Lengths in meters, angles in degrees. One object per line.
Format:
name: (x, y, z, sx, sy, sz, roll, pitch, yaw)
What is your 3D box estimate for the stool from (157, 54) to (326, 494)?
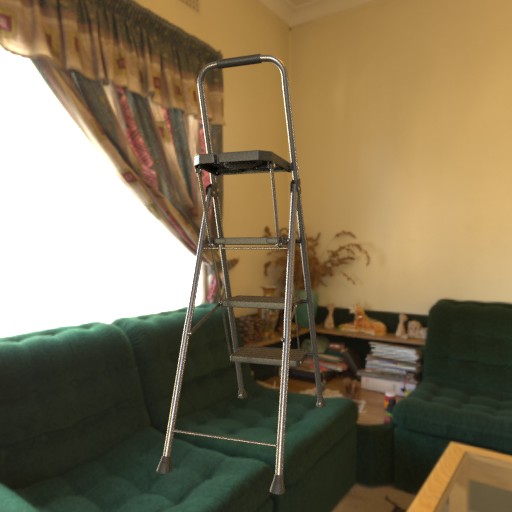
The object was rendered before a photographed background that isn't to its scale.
stool: (0.000, 0.000, 1.591, 0.396, 1.277, 0.733, 0, 1, 18)
